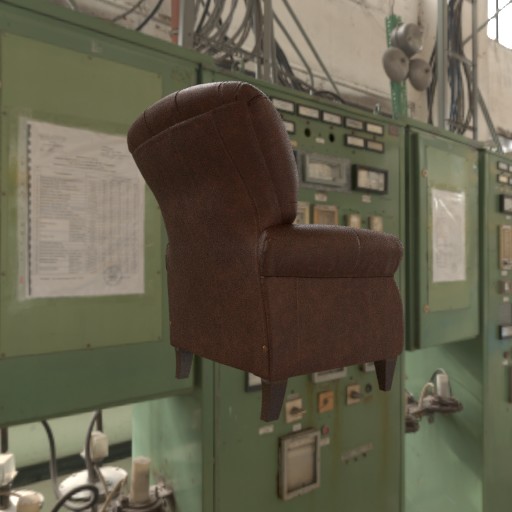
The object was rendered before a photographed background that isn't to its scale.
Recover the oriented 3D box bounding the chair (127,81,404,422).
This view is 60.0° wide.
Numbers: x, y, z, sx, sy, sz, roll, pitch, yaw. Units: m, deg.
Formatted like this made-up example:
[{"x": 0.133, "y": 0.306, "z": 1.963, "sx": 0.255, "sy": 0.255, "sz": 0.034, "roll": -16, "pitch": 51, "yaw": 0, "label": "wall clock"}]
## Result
[{"x": 0.000, "y": 0.000, "z": 1.959, "sx": 1.031, "sy": 1.162, "sz": 0.979, "roll": 1, "pitch": -1, "yaw": -35, "label": "chair"}]
